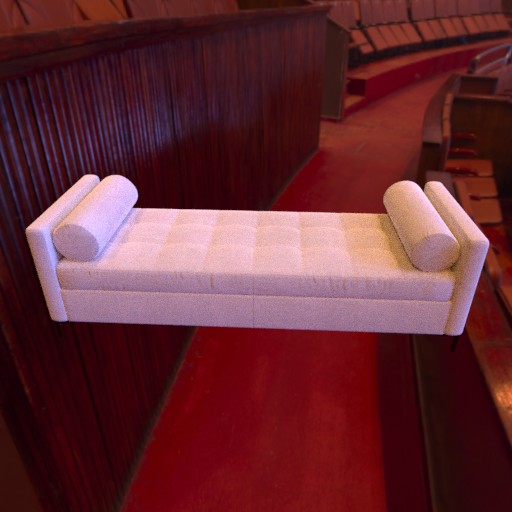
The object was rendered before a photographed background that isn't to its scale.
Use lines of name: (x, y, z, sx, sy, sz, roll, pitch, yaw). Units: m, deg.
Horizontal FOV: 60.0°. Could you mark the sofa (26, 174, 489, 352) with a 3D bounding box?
sofa: (0.000, 0.000, 2.317, 1.981, 0.635, 0.686, 2, 31, 3)
